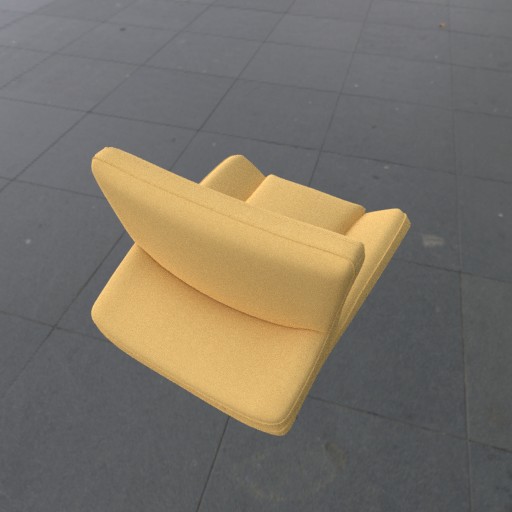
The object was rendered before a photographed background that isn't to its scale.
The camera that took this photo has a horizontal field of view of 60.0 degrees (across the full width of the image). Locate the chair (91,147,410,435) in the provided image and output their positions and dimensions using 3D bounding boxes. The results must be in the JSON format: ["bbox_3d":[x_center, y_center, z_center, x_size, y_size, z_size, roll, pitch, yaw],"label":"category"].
[{"bbox_3d":[0.000,0.000,1.606,0.859,0.855,1.008,23,50,21],"label":"chair"}]
